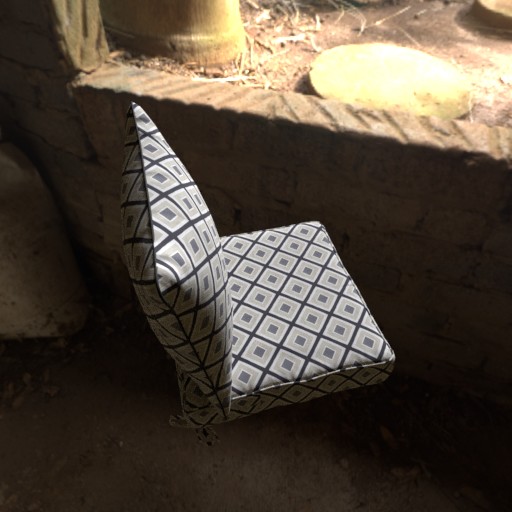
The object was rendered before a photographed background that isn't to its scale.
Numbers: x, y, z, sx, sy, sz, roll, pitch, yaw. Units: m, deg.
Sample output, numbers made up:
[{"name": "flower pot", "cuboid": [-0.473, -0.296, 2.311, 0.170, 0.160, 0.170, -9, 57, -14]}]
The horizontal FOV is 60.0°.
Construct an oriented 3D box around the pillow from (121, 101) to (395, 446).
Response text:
[{"name": "pillow", "cuboid": [0.000, 0.000, 1.360, 0.733, 0.722, 0.798, -11, 46, -10]}]
